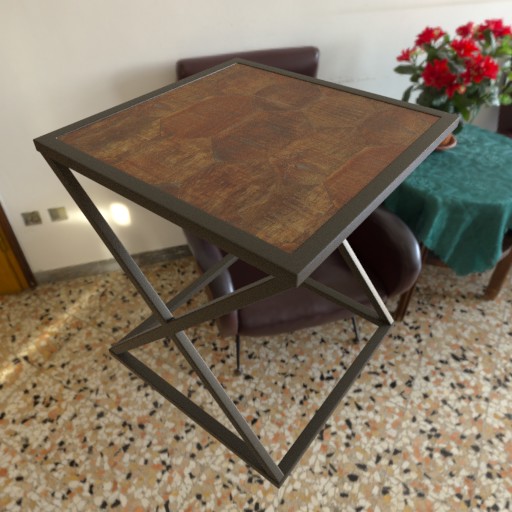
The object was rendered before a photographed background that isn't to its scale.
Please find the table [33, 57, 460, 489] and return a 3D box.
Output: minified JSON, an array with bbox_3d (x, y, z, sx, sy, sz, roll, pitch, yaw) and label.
[{"bbox_3d":[0.000,0.000,0.913,0.500,0.565,0.500,27,48,27],"label":"table"}]
